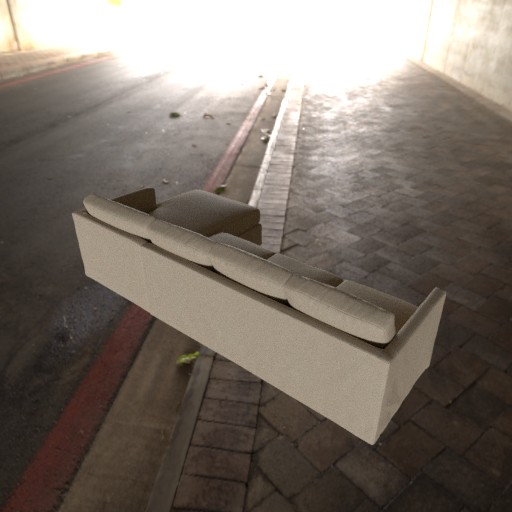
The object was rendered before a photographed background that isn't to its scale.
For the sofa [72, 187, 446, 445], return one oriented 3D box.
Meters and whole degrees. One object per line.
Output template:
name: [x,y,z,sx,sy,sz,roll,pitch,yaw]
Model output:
sofa: [0.000,0.000,3.945,3.206,0.871,1.622,22,36,33]
